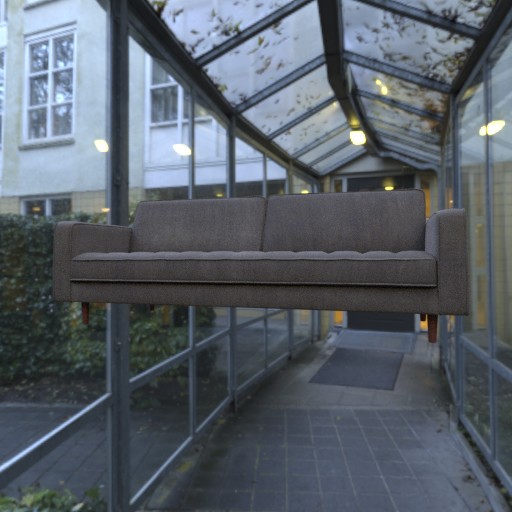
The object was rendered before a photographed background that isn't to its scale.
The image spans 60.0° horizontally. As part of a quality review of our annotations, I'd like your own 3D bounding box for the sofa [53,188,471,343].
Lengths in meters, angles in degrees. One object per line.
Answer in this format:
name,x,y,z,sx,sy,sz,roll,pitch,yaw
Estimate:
sofa,0.000,0.000,2.700,2.295,0.813,0.923,0,-1,18
